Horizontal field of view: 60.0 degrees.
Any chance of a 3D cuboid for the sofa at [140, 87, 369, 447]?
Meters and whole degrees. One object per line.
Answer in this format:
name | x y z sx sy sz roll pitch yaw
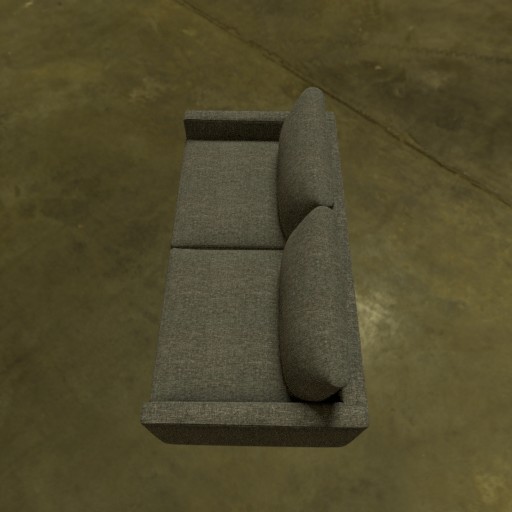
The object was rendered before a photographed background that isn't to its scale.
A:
sofa | 0.000 0.000 2.218 0.866 0.862 1.716 1 59 0
